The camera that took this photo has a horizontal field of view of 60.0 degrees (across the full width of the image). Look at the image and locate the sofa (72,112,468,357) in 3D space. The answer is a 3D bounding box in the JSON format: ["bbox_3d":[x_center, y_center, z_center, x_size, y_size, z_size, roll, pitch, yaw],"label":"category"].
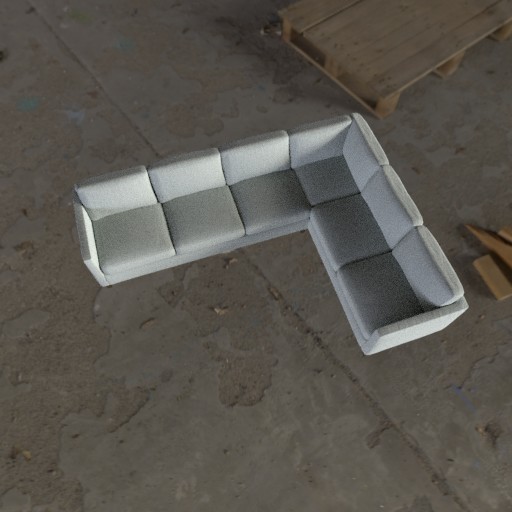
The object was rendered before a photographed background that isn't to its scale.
[{"bbox_3d":[0.000,0.000,4.562,3.333,0.934,2.522,-16,64,-8],"label":"sofa"}]
